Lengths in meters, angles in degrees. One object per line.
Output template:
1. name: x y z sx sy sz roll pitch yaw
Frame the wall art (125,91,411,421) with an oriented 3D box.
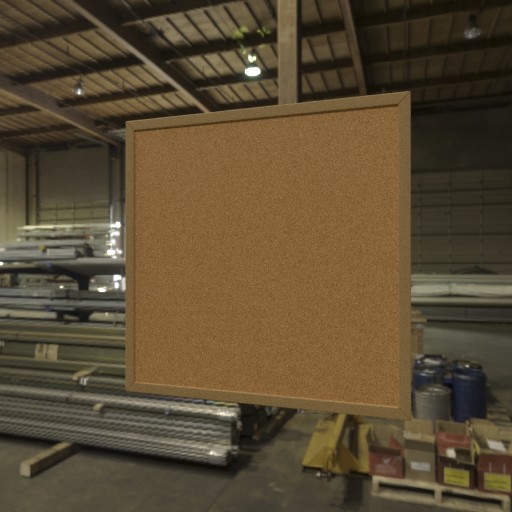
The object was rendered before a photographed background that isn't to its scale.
1. wall art: 0.000 0.000 1.155 0.761 0.761 0.037 0 0 18
